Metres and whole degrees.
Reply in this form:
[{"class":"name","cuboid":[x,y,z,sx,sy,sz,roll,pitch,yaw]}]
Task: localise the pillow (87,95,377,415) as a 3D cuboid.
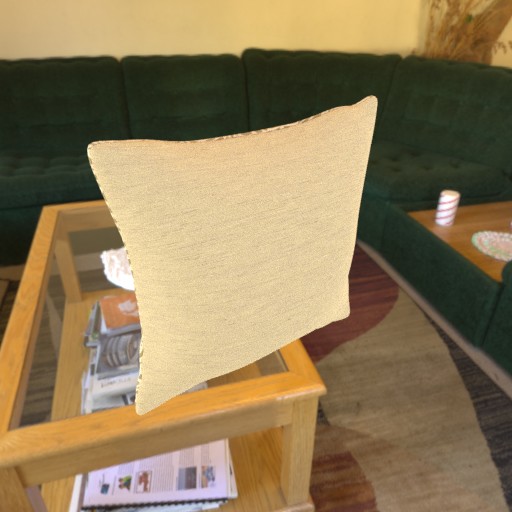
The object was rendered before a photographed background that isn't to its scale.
[{"class":"pillow","cuboid":[0.000,0.000,0.673,0.438,0.421,0.167,-19,36,-28]}]
